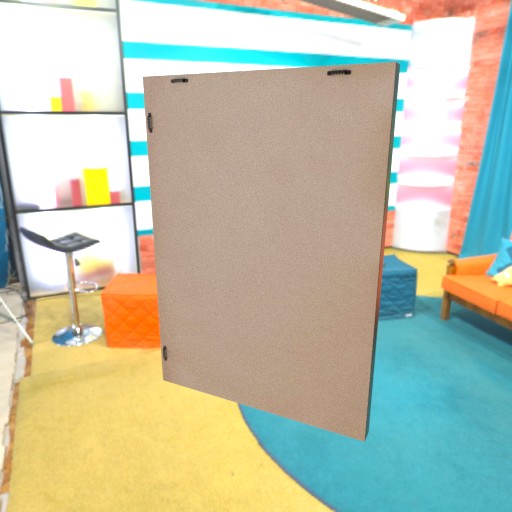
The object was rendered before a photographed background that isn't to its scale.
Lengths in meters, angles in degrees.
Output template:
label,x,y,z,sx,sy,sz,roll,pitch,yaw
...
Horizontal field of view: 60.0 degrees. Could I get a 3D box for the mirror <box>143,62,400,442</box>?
label,x,y,z,sx,sy,sz,roll,pitch,yaw
mirror,0.000,0.000,0.916,0.507,0.710,0.039,8,18,25
